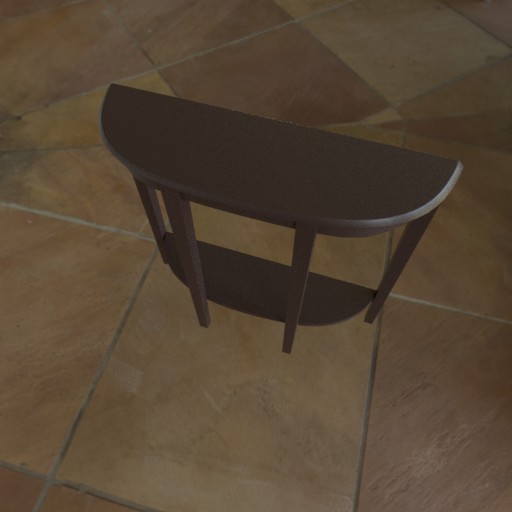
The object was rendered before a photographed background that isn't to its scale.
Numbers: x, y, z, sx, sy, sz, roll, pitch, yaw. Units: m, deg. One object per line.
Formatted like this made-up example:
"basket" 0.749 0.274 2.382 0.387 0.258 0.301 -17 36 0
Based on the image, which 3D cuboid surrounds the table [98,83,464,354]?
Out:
"table" 0.000 0.000 1.356 0.909 0.831 0.274 16 59 10
